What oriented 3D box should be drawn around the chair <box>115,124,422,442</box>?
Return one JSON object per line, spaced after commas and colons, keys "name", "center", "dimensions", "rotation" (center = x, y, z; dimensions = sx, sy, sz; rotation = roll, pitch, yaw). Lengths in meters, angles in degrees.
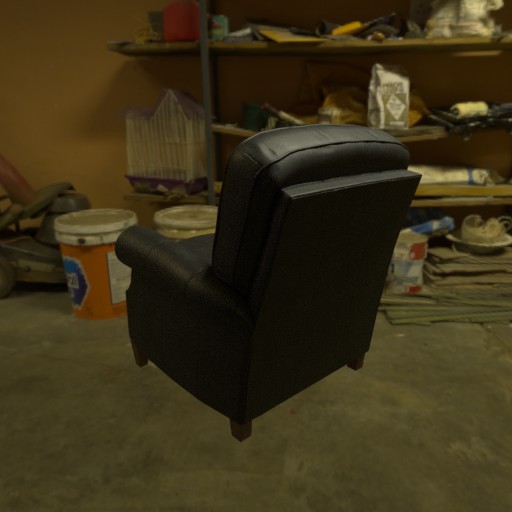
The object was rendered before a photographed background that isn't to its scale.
{"name": "chair", "center": [0.000, 0.000, 1.770], "dimensions": [0.936, 1.018, 0.986], "rotation": [-15, 23, -40]}
